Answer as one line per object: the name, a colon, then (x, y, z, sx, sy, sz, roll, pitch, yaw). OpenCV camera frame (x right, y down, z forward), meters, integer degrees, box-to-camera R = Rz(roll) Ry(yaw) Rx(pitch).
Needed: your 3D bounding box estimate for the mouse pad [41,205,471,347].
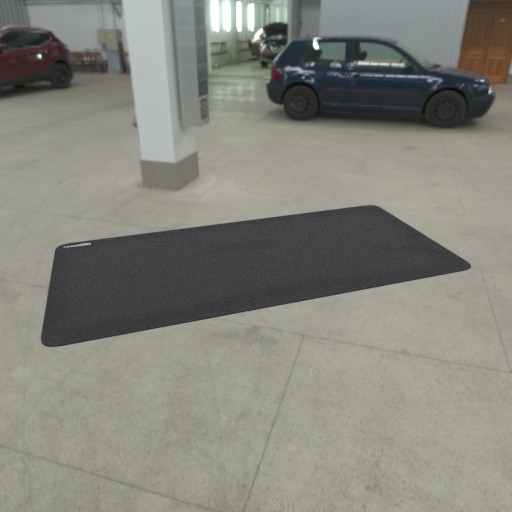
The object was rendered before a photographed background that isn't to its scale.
mouse pad: (0.000, 0.000, 1.048, 0.907, 0.003, 0.424, -9, 29, -16)
